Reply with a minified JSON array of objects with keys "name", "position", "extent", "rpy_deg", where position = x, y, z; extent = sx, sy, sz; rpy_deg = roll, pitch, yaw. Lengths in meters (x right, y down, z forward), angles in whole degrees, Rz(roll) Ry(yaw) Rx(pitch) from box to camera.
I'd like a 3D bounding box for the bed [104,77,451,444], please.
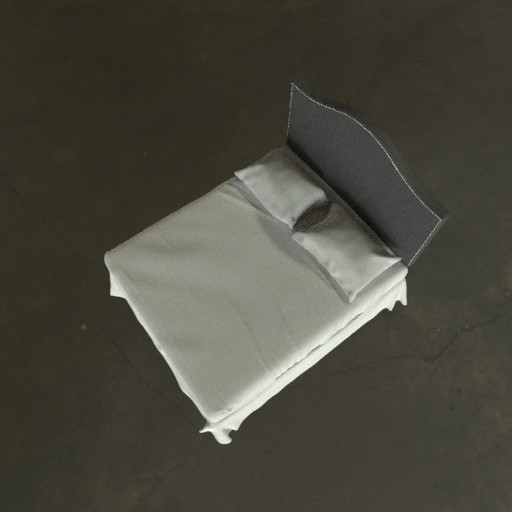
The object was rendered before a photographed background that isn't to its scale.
[{"name":"bed","position":[0.000,0.000,3.485],"extent":[2.221,1.645,1.876],"rpy_deg":[-34,68,-15]}]
